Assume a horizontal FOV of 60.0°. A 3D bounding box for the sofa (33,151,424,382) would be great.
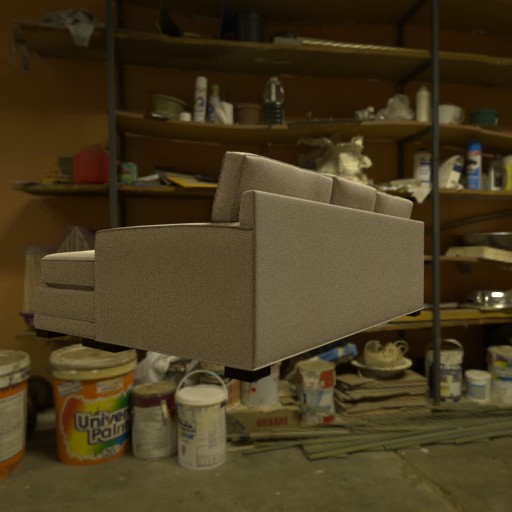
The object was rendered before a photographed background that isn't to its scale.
[{"bbox_3d":[0.000,0.000,2.801,1.496,0.861,2.087,0,1,36],"label":"sofa"}]
